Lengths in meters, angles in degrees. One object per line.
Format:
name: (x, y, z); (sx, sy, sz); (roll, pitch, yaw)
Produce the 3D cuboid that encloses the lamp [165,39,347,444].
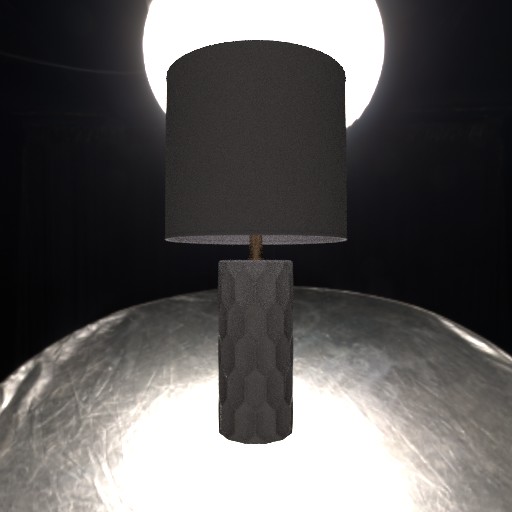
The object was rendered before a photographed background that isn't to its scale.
lamp: (0.000, 0.000, 0.686); (0.277, 0.537, 0.277); (0, -1, 0)
